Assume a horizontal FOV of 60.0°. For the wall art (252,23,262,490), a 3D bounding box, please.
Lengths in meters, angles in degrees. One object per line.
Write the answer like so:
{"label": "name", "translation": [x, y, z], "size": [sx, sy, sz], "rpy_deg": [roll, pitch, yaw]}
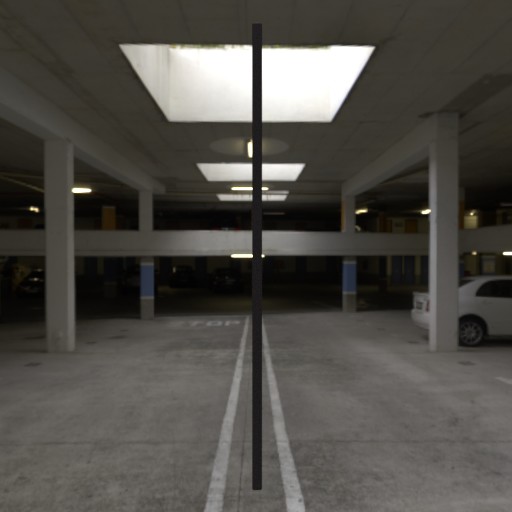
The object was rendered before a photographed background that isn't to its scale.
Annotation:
{"label": "wall art", "translation": [0.000, 0.000, 0.688], "size": [0.012, 0.529, 0.374], "rpy_deg": [0, 1, -1]}
